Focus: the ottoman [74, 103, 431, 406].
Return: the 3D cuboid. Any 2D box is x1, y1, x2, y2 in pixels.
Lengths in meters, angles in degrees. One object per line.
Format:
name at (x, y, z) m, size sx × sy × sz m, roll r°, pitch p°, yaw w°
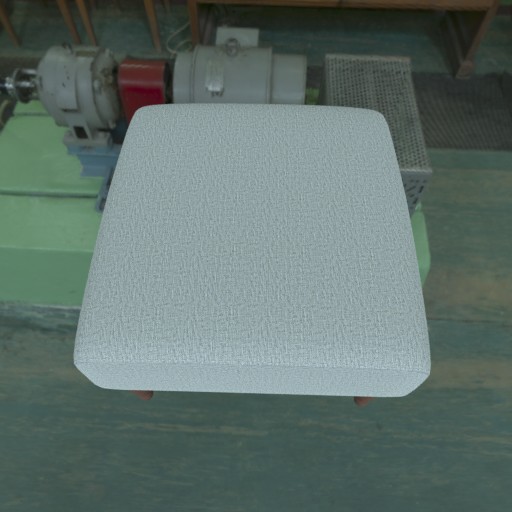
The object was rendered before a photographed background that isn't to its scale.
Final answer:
ottoman at (0.000, 0.000, 1.047) m, size 0.649 × 0.398 × 0.650 m, roll 1°, pitch 58°, yaw 1°
